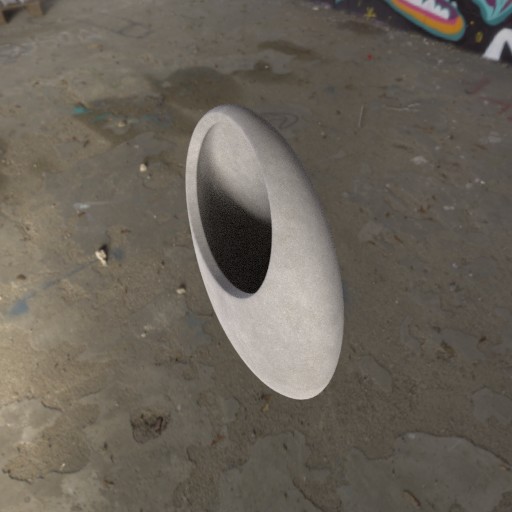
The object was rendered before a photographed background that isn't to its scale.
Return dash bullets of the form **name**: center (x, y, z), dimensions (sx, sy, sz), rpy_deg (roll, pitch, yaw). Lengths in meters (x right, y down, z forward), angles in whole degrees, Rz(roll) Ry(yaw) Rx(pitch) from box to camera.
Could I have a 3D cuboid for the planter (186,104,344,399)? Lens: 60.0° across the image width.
- **planter**: center (0.000, 0.000, 0.288), dimensions (0.071, 0.188, 0.185), rpy_deg (-16, 48, -15)
